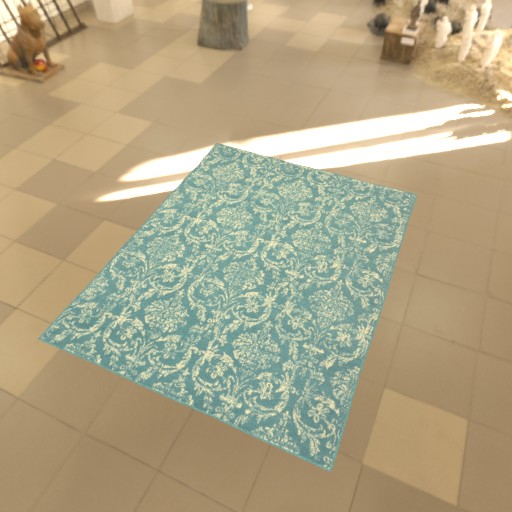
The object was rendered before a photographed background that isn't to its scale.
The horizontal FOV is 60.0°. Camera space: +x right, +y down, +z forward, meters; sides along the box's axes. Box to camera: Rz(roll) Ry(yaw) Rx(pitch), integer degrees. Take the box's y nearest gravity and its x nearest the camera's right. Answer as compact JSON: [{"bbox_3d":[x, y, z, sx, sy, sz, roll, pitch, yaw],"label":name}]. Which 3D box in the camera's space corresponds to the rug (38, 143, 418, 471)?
[{"bbox_3d":[0.000,0.000,4.023,2.363,0.012,2.980,18,50,16],"label":"rug"}]
